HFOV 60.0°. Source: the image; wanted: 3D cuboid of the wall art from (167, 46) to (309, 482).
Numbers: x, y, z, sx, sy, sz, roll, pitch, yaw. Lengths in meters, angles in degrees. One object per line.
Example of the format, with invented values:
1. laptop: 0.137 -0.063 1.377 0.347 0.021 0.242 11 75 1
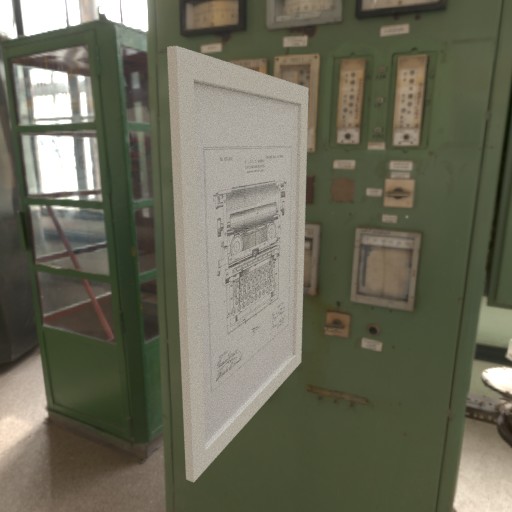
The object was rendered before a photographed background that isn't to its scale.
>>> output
1. wall art: 0.000 0.000 0.689 0.013 0.533 0.381 7 15 27
